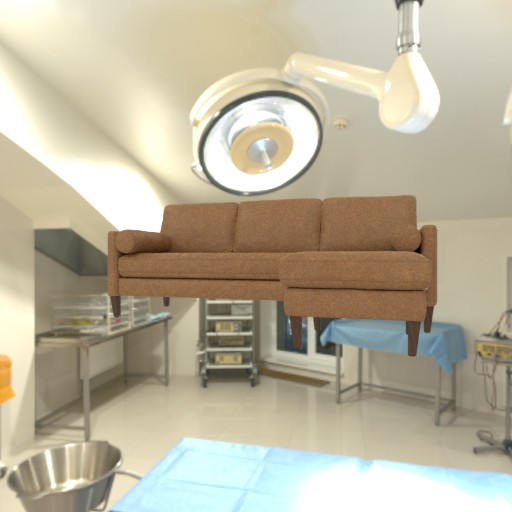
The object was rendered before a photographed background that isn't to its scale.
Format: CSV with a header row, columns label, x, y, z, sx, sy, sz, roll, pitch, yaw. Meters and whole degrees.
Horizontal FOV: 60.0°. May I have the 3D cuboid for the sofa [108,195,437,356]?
label,x,y,z,sx,sy,sz,roll,pitch,yaw
sofa,0.000,0.000,2.869,2.178,0.876,1.506,0,0,18
